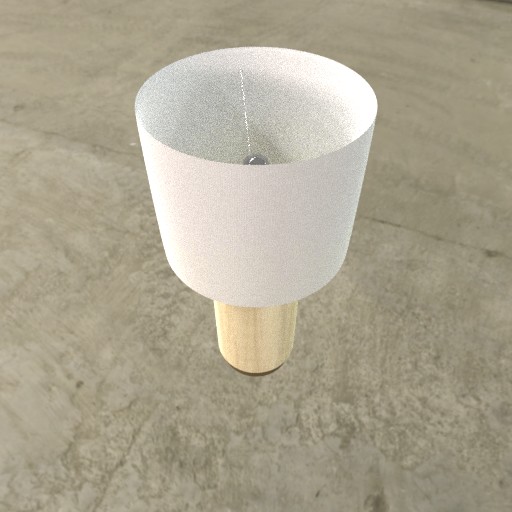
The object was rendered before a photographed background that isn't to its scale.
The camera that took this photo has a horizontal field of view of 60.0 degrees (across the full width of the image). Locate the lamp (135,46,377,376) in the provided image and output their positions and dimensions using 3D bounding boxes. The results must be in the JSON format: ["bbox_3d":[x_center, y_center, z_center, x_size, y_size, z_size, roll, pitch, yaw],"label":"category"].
[{"bbox_3d":[0.000,0.000,0.581,0.228,0.444,0.228,-31,54,-26],"label":"lamp"}]
